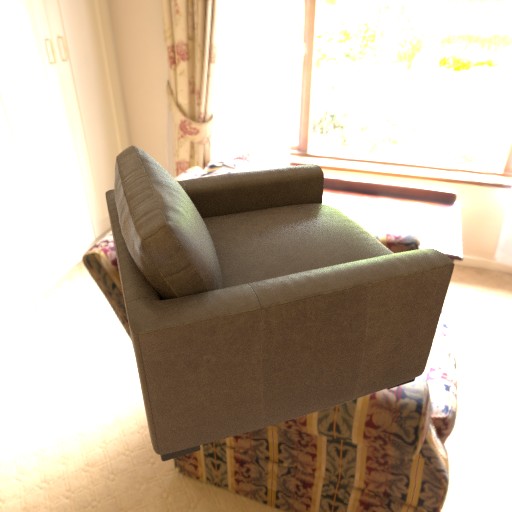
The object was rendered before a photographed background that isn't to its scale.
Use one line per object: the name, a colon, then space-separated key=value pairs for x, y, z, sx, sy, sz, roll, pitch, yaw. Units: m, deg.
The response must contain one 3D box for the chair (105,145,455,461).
chair: x=0.000 y=0.000 z=1.825 sx=1.080 sy=0.807 sz=1.106 roll=-11 pitch=32 yaw=-17
